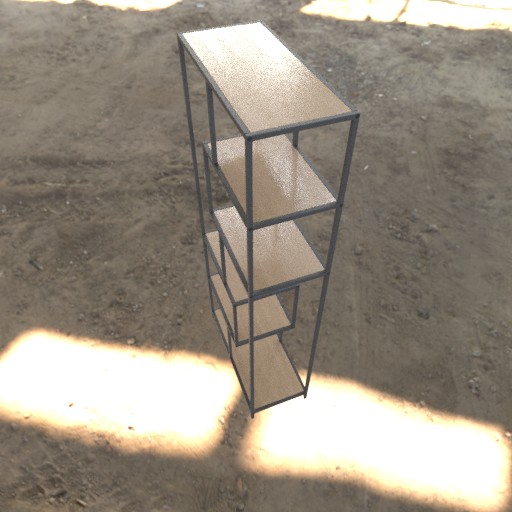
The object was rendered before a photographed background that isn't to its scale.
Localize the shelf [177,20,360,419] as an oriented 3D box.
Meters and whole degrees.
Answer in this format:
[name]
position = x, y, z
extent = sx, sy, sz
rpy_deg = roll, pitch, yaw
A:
[shelf]
position = 0.000, 0.000, 2.155
extent = 0.350, 1.850, 0.770
rpy_deg = -16, 49, -14
